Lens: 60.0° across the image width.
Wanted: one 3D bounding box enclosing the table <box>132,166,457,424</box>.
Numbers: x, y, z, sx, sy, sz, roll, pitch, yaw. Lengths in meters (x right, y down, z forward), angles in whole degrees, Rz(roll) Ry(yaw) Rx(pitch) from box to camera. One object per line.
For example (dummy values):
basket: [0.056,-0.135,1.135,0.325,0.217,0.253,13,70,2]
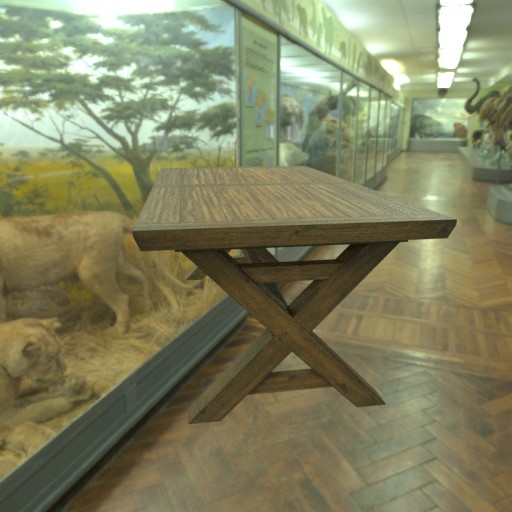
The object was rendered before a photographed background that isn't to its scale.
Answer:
table: [0.000,0.000,2.467,1.071,0.793,1.966,-3,17,-9]
